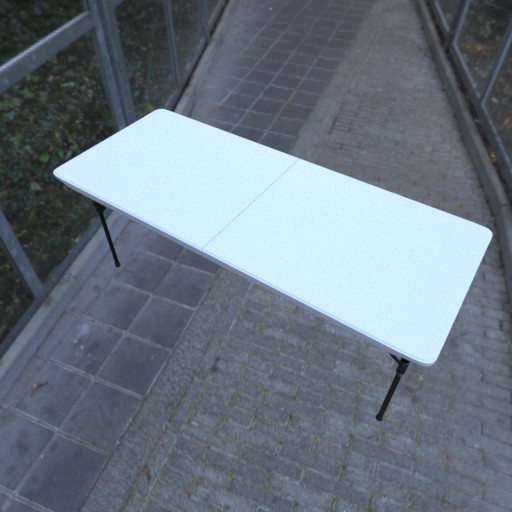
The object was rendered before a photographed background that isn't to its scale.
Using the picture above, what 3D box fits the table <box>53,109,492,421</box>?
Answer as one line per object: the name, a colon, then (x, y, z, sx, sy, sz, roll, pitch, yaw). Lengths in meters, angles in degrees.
table: (0.000, 0.000, 2.192, 1.829, 0.719, 0.761, 26, 51, 23)
